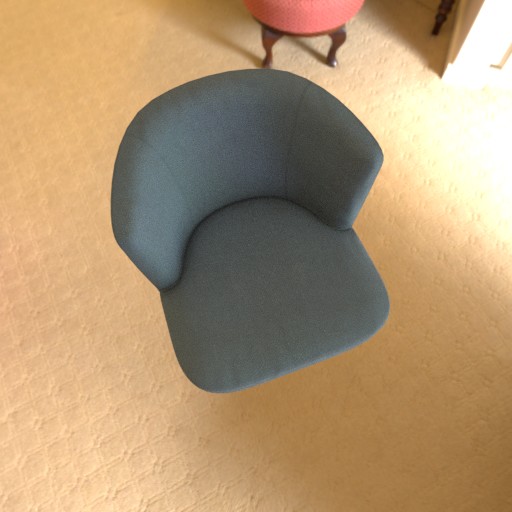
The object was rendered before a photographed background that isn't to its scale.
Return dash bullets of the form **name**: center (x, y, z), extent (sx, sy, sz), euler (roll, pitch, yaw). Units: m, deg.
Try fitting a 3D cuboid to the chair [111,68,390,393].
- **chair**: center (0.000, 0.000, 1.317), extent (0.661, 0.760, 0.702), euler (-18, 66, -9)
